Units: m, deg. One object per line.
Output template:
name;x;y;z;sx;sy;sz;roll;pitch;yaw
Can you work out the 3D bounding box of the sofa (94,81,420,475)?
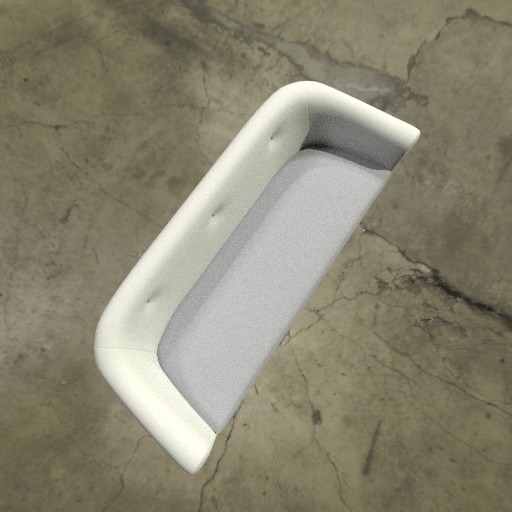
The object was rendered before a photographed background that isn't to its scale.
sofa;0.000;0.000;2.515;0.827;0.795;2.160;34;78;8
